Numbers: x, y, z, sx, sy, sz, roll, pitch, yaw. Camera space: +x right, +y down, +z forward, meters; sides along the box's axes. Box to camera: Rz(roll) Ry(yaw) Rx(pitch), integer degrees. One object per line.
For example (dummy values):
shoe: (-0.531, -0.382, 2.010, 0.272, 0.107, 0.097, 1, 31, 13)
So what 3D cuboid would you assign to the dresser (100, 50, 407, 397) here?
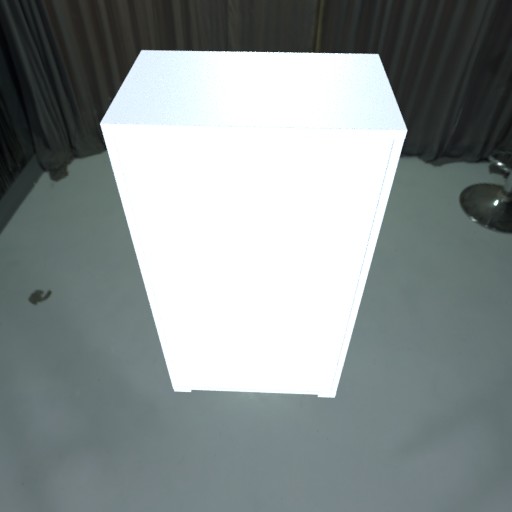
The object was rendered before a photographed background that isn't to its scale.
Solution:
dresser: (0.000, 0.000, 1.501, 0.650, 1.190, 0.400, 2, 46, 2)
